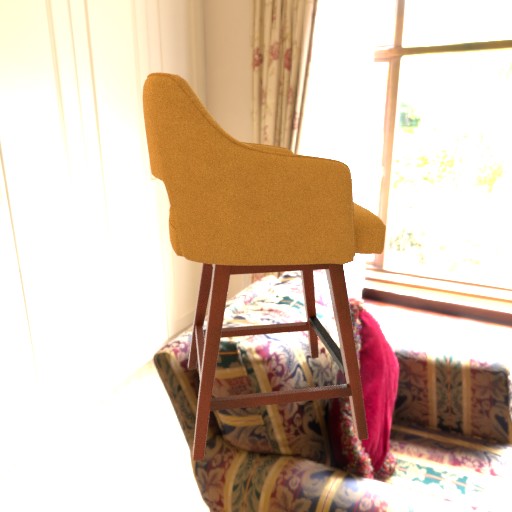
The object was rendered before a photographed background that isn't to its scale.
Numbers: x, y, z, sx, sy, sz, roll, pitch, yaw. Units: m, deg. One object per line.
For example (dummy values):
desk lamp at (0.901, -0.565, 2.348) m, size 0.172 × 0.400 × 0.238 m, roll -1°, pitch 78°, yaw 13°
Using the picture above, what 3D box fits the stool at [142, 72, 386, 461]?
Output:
stool at (0.000, 0.000, 1.238) m, size 0.558 × 0.924 × 0.548 m, roll -3°, pitch 17°, yaw -10°
